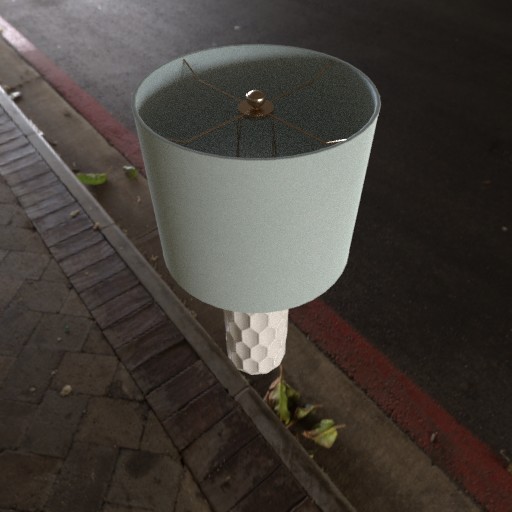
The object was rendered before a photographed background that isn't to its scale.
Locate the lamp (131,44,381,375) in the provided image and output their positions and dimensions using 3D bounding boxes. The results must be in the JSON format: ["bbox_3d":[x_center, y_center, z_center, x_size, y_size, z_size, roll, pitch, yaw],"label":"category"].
[{"bbox_3d":[0.000,0.000,0.692,0.277,0.534,0.277,-4,46,-4],"label":"lamp"}]
